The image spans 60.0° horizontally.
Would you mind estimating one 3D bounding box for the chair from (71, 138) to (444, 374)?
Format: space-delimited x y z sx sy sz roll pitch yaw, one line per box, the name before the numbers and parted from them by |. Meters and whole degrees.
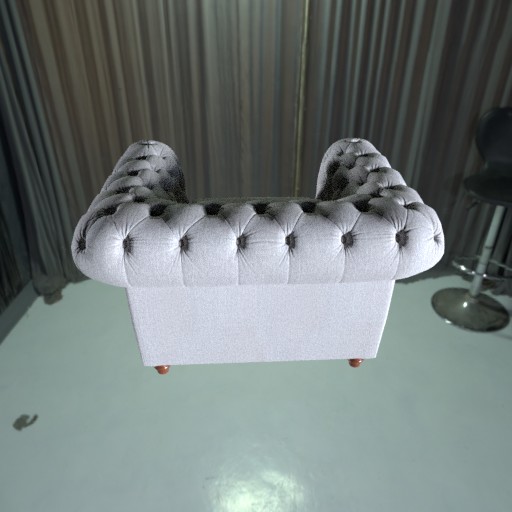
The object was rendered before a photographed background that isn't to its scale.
chair | 0.000 0.000 1.914 1.270 0.770 0.976 -1 30 -2
